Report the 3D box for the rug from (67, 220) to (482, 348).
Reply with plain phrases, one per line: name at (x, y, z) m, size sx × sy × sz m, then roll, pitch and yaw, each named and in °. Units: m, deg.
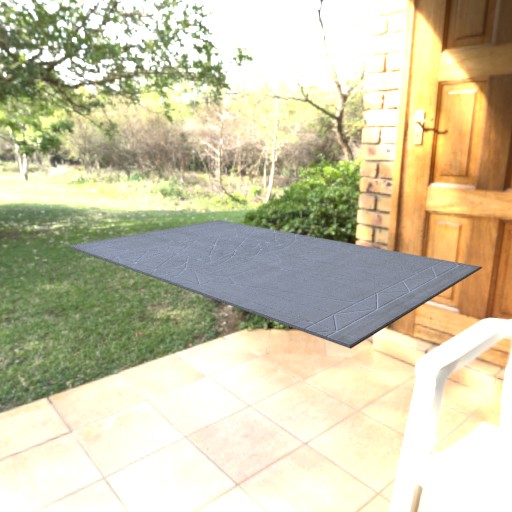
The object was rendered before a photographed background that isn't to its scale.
rug at (0.000, 0.000, 3.035) m, size 2.438 × 0.012 × 1.524 m, roll 13°, pitch 20°, yaw 42°
